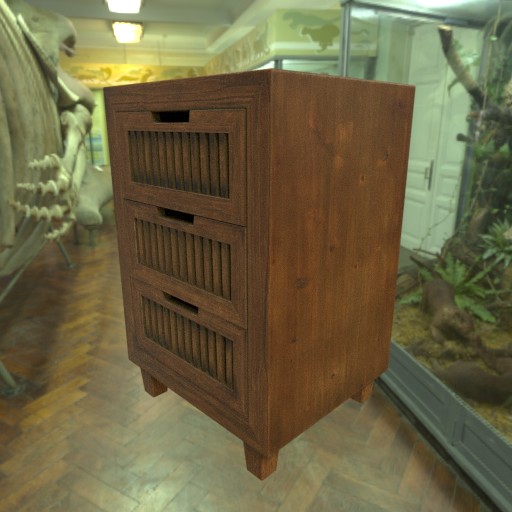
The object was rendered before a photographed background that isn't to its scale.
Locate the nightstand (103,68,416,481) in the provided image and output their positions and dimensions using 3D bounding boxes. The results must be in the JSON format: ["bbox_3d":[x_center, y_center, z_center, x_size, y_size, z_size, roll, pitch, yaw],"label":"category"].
[{"bbox_3d":[0.000,0.000,0.969,0.410,0.695,0.465,-16,23,-42],"label":"nightstand"}]
